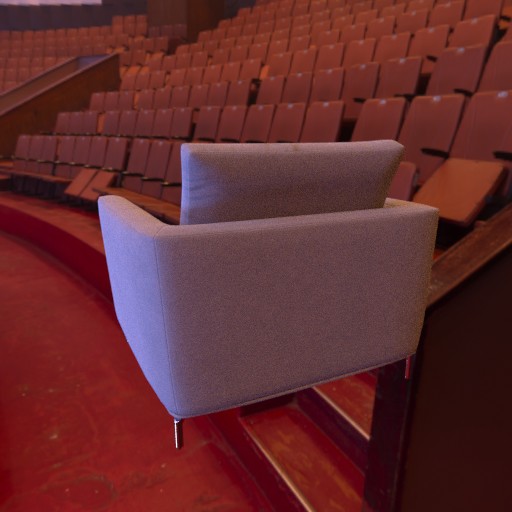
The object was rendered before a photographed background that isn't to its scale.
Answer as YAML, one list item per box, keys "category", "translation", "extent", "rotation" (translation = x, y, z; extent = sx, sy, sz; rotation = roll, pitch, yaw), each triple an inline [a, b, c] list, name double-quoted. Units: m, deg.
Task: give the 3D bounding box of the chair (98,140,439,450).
- category: "chair"
  translation: [0.000, 0.000, 1.698]
  extent: [1.041, 0.864, 0.889]
  rotation: [-7, 17, -25]
